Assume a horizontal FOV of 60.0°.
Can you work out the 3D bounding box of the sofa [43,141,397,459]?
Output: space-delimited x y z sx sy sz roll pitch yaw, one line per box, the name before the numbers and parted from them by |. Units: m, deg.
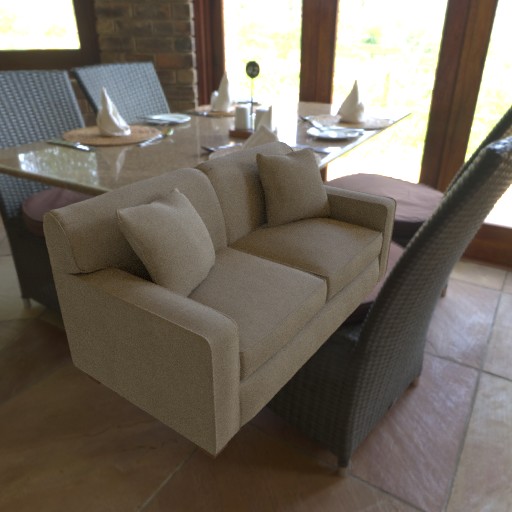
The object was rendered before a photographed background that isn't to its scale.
sofa | 0.000 0.000 2.490 0.998 0.958 1.846 18 31 31
